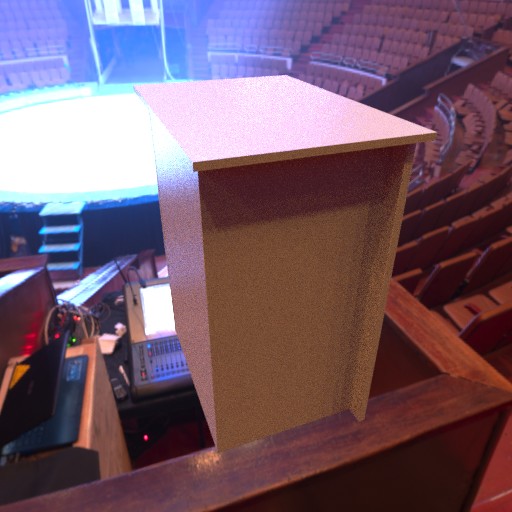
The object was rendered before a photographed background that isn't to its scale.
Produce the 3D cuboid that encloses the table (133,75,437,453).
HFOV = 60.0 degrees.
[{"bbox_3d":[0.000,0.000,1.072,0.406,0.711,0.589,-11,33,-18],"label":"table"}]
